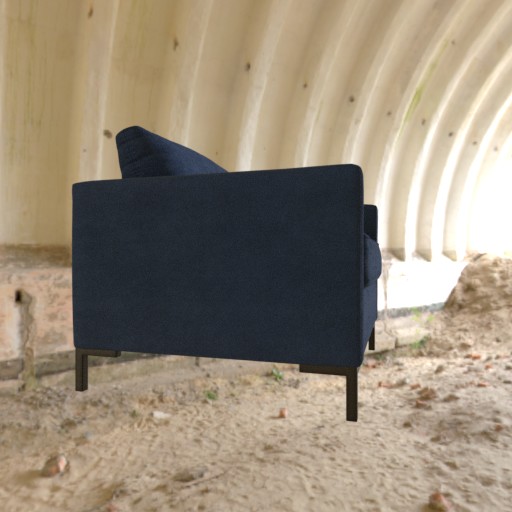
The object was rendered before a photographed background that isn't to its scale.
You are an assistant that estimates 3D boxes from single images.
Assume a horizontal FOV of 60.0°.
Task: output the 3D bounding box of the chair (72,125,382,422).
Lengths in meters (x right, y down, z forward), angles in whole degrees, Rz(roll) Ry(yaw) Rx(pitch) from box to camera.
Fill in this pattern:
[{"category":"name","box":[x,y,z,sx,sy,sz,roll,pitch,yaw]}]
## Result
[{"category":"chair","box":[0.000,0.000,1.628,0.875,0.812,0.964,0,0,18]}]
